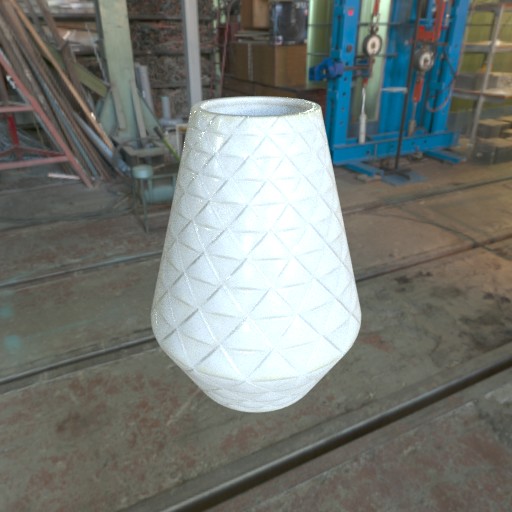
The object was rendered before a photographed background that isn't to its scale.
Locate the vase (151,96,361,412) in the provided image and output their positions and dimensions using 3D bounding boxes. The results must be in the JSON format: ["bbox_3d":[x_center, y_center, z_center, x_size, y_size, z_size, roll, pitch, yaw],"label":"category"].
[{"bbox_3d":[0.000,0.000,0.354,0.175,0.230,0.175,0,28,0],"label":"vase"}]
